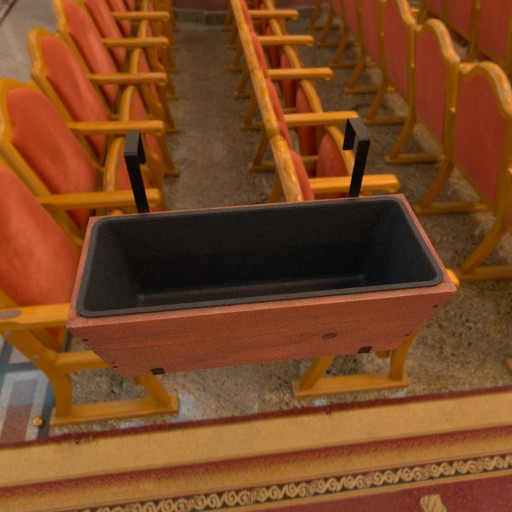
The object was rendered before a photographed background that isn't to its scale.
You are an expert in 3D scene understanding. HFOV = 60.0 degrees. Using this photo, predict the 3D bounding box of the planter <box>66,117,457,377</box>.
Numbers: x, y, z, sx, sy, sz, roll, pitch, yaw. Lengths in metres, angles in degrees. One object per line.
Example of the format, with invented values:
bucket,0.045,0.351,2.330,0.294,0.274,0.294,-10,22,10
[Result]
planter,0.000,0.000,0.657,0.480,0.289,0.262,-5,46,-5
